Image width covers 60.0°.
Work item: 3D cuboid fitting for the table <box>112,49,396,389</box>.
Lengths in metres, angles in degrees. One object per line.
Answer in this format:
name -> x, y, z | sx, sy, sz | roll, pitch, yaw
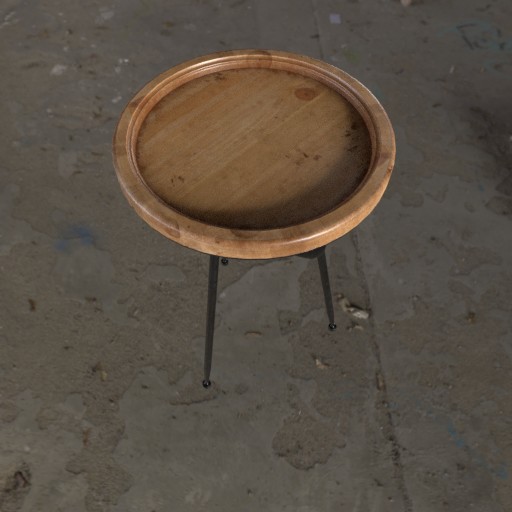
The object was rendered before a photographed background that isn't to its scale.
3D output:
table -> 0.000, 0.000, 0.919 | 0.418, 0.664, 0.414 | 15, 58, 10
